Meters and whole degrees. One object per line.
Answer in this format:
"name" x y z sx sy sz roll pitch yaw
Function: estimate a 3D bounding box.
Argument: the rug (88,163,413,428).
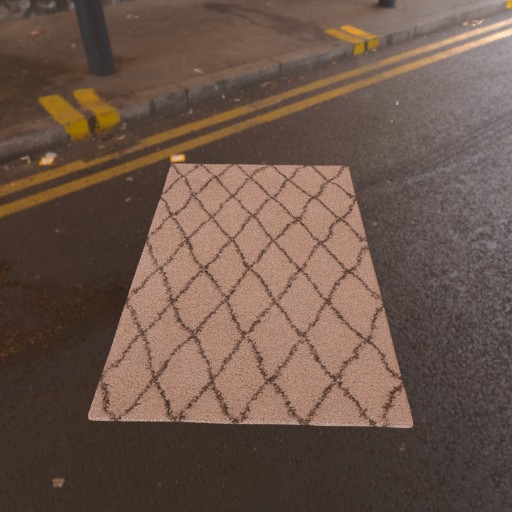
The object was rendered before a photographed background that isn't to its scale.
"rug" 0.000 0.000 3.431 1.778 0.030 2.743 1 42 1
